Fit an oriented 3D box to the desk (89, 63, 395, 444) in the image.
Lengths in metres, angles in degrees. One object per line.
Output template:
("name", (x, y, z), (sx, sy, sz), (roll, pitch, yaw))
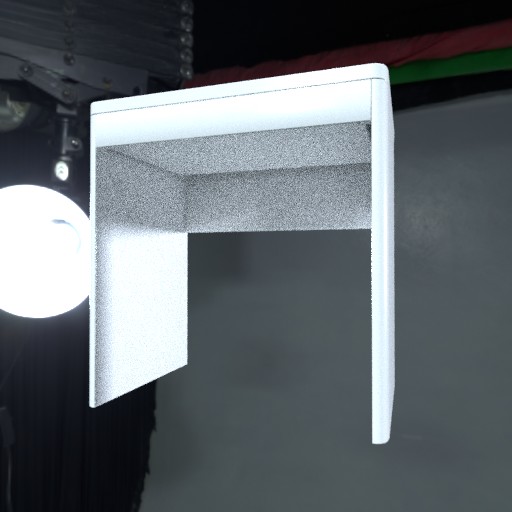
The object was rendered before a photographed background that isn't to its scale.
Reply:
("desk", (0.000, 0.000, 1.296), (0.762, 0.800, 0.549), (0, -1, 19))
